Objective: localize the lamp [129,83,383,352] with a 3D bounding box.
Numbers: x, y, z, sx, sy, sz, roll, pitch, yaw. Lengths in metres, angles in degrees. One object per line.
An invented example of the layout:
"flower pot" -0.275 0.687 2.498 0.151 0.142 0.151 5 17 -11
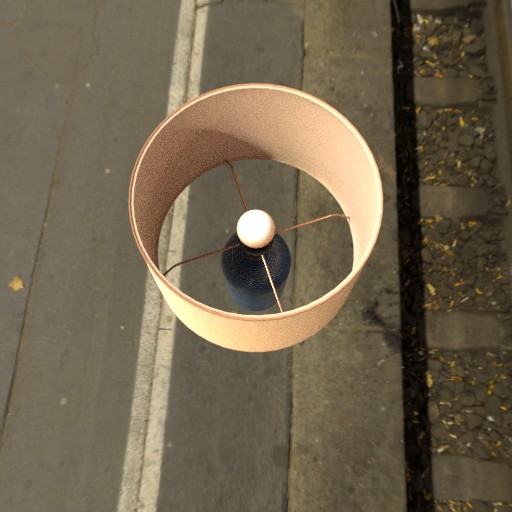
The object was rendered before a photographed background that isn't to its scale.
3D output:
"lamp" 0.000 0.000 0.850 0.367 0.609 0.367 0 75 0
